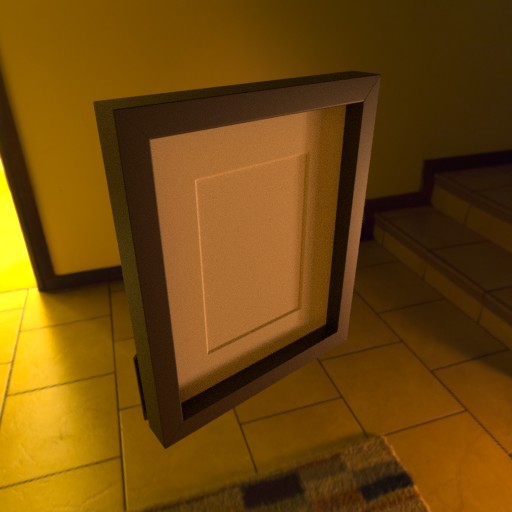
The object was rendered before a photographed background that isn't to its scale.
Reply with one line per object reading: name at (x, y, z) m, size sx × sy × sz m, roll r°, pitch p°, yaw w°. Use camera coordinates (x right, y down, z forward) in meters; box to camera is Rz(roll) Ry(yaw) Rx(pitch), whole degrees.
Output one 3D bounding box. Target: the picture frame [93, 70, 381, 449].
picture frame at (0.000, 0.000, 0.390) m, size 0.232 × 0.284 × 0.042 m, roll -21°, pitch 36°, yaw -33°
